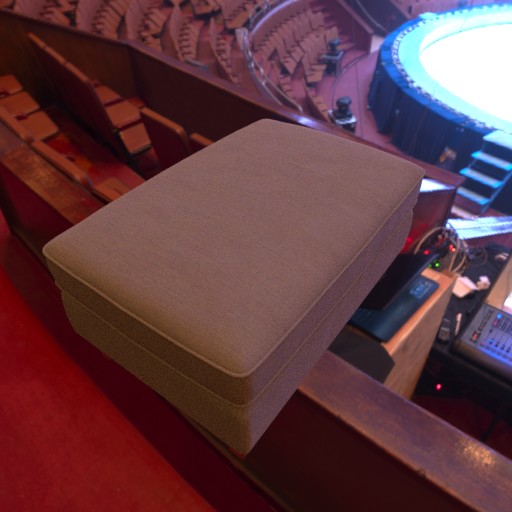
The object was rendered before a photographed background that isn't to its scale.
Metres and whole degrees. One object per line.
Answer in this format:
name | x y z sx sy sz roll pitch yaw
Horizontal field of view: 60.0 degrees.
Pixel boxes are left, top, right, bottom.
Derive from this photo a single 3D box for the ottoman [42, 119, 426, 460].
ottoman | 0.000 0.000 1.313 0.636 0.480 0.941 26 47 27
